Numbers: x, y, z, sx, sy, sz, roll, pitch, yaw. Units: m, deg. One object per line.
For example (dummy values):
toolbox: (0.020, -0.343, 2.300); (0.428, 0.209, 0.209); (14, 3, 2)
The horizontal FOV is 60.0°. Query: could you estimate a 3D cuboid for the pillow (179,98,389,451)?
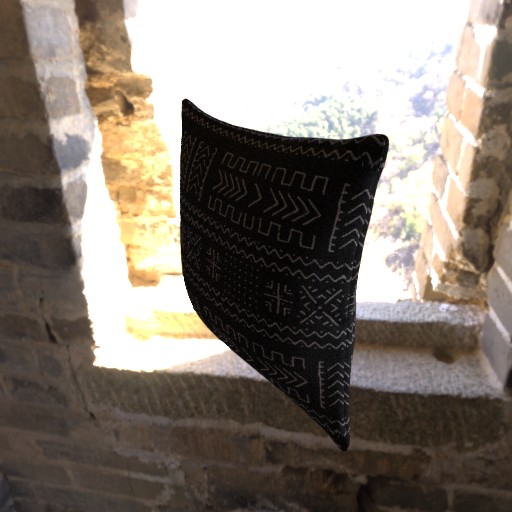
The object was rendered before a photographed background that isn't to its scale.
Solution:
pillow: (0.000, 0.000, 0.678); (0.164, 0.430, 0.438); (-17, 31, -31)
